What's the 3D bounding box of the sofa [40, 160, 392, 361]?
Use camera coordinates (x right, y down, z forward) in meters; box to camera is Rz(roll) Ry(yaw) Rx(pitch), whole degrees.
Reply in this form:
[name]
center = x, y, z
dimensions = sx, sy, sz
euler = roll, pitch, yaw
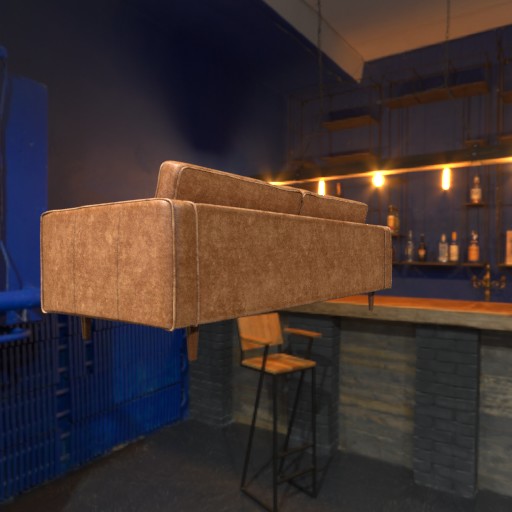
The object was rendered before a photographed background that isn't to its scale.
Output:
[sofa]
center = 0.000, 0.000, 2.625
dimensions = 0.886, 0.779, 2.199
euler = 0, 1, 36
